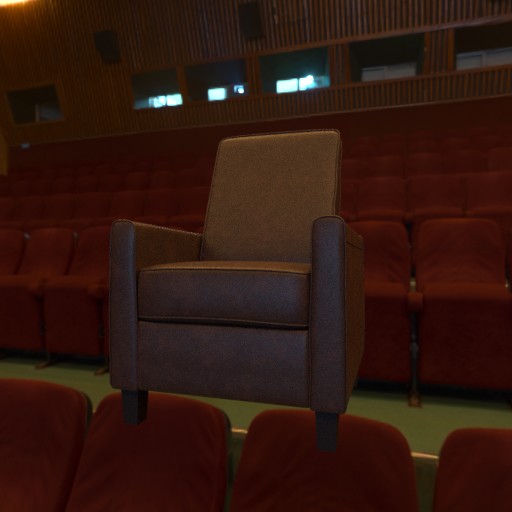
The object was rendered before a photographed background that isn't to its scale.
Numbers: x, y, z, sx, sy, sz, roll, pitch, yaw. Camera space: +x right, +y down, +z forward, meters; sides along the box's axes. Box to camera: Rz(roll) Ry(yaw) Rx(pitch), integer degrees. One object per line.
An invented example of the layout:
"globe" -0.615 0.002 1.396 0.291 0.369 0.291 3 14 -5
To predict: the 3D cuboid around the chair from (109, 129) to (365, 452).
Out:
"chair" 0.000 0.000 1.555 0.705 1.013 0.746 0 1 17
